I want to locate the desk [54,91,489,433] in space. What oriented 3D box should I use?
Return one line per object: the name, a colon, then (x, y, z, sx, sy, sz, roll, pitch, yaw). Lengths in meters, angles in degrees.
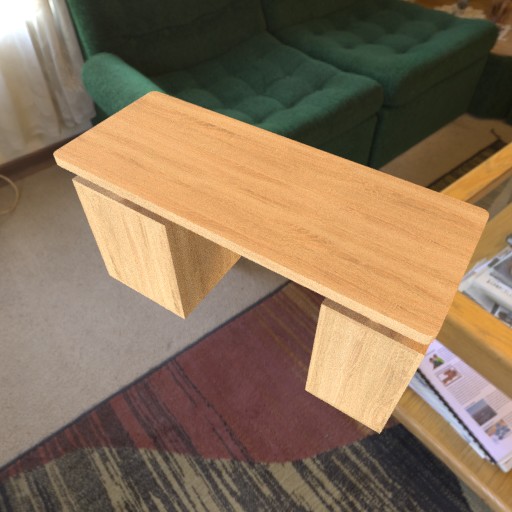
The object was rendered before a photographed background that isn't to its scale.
desk: (0.000, 0.000, 1.771, 1.400, 0.760, 0.550, 26, 53, 21)
